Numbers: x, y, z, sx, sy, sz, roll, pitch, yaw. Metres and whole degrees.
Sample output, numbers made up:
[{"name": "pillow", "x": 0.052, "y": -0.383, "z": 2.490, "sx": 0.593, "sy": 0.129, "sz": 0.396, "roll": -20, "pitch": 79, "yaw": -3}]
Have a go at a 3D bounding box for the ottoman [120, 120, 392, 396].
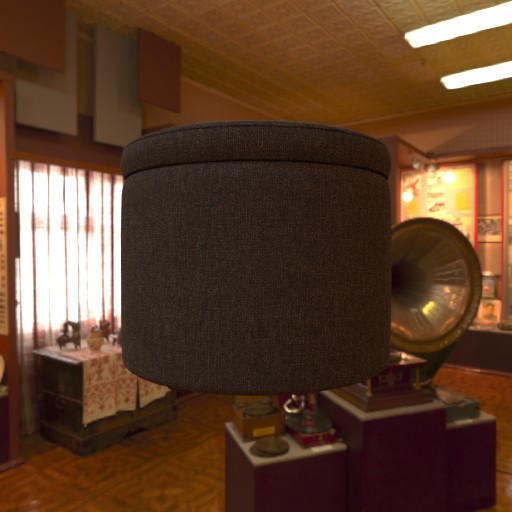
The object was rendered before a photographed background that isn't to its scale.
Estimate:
[{"name": "ottoman", "x": 0.000, "y": 0.000, "z": 0.889, "sx": 0.520, "sy": 0.430, "sz": 0.520, "roll": 0, "pitch": 1, "yaw": 0}]
